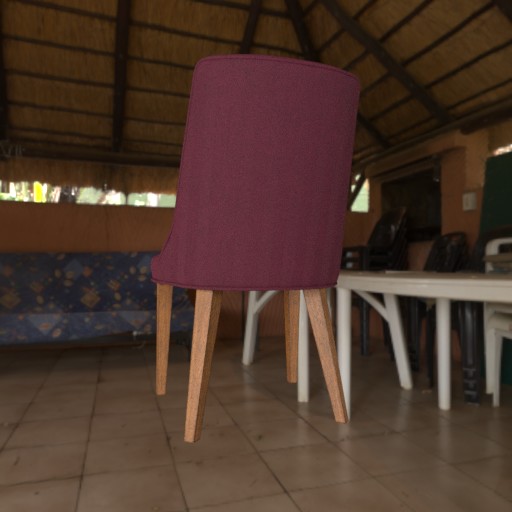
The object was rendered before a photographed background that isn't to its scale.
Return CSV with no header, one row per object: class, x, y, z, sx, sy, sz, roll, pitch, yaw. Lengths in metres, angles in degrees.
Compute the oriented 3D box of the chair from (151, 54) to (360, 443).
chair,0.000,0.000,1.288,0.548,0.916,0.638,0,-1,-18
